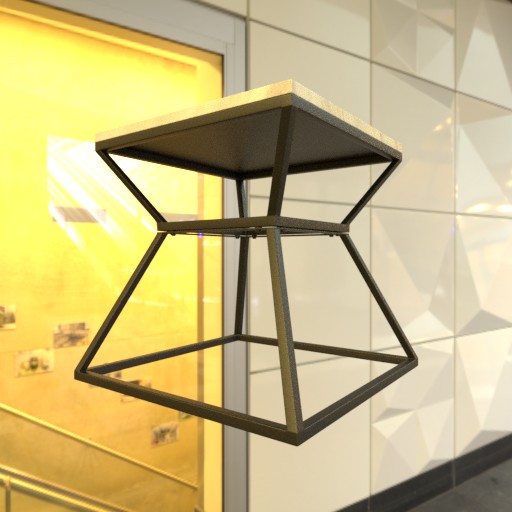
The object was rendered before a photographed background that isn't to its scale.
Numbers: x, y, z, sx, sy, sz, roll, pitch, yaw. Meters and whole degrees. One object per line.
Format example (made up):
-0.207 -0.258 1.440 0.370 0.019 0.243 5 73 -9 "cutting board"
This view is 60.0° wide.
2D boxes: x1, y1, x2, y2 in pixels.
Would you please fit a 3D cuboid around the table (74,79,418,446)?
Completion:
0.000 0.000 0.819 0.455 0.431 0.455 0 0 37 "table"
